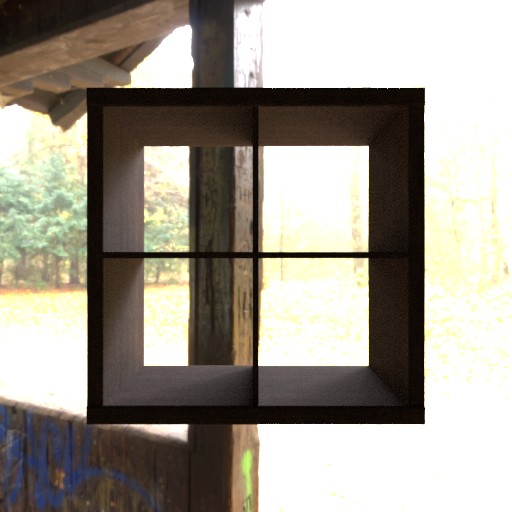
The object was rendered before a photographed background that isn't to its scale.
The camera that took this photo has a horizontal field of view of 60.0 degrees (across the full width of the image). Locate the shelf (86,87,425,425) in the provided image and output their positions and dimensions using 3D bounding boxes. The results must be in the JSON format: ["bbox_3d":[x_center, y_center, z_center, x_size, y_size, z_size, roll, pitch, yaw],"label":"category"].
[{"bbox_3d":[0.000,0.000,1.228,0.790,0.786,0.390,0,0,0],"label":"shelf"}]
